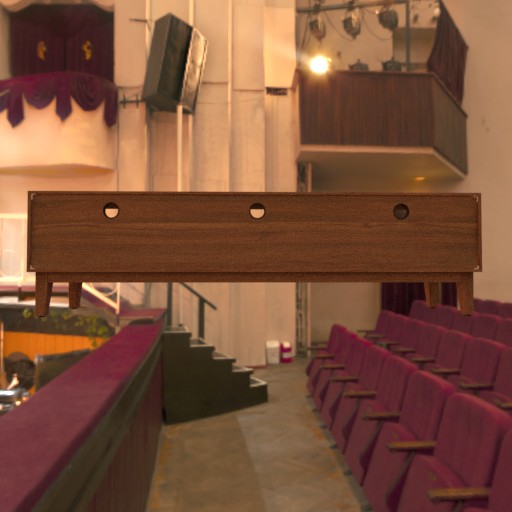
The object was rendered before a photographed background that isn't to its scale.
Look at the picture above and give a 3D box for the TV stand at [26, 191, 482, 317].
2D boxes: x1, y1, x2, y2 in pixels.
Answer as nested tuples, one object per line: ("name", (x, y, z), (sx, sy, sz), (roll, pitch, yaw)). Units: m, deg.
("TV stand", (0.000, 0.000, 1.624), (1.482, 0.409, 0.366), (0, -2, -1))
